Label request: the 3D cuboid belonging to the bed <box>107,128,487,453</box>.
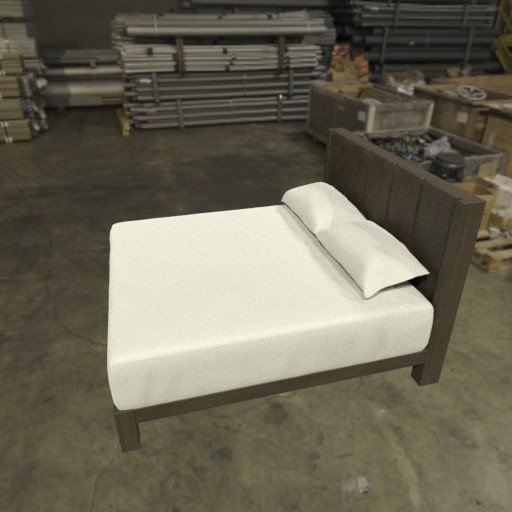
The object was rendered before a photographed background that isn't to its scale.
[{"bbox_3d":[0.000,0.000,3.076,1.992,1.261,1.735,-7,30,-13],"label":"bed"}]
